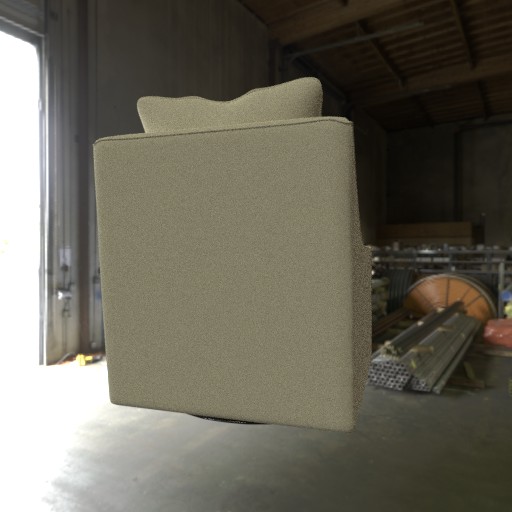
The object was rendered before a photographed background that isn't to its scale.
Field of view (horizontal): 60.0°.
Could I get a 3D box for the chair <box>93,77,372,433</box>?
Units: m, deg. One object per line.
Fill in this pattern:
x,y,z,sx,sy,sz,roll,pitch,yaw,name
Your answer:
0.000,0.000,1.580,0.756,0.965,0.876,0,1,18,chair
